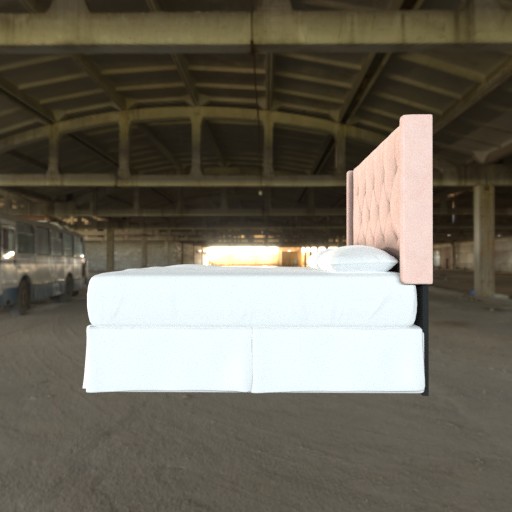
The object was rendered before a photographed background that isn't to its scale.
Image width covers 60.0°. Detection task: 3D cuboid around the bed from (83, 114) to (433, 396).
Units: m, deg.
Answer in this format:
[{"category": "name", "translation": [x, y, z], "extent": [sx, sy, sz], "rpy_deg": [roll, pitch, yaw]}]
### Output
[{"category": "bed", "translation": [0.000, 0.000, 3.415], "extent": [2.066, 1.665, 1.719], "rpy_deg": [0, 0, 1]}]
